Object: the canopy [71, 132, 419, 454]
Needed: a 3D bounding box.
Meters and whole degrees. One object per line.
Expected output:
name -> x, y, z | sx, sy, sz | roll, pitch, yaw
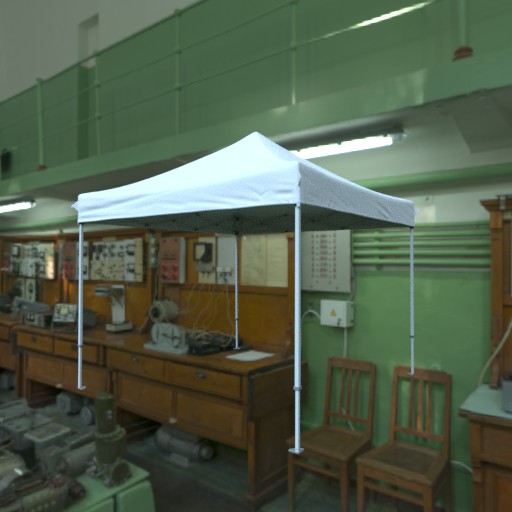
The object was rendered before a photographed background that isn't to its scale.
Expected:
canopy -> 0.000, 0.000, 5.338 | 2.994, 2.998, 2.996 | 0, -1, 36
